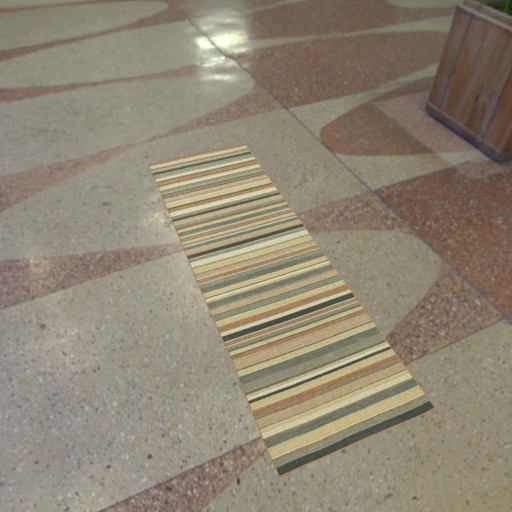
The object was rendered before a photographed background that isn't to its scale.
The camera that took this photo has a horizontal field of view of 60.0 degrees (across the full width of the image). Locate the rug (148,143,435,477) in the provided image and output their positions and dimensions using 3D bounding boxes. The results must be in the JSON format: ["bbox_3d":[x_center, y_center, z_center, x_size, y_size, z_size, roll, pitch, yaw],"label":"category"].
[{"bbox_3d":[0.000,0.000,2.723,0.799,0.010,2.444,-16,48,-15],"label":"rug"}]
